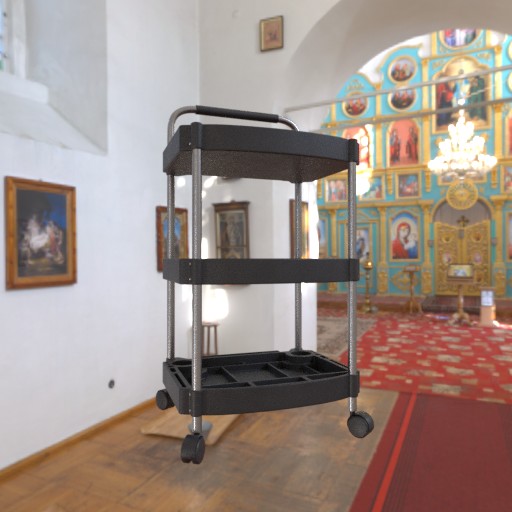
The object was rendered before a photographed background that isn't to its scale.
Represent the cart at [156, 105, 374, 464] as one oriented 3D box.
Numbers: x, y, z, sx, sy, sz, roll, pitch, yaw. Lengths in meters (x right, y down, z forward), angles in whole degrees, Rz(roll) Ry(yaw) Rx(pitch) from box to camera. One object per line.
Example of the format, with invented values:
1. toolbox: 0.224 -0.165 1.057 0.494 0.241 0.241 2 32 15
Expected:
1. cart: 0.000 0.000 1.444 0.584 1.075 0.518 0 0 -20
